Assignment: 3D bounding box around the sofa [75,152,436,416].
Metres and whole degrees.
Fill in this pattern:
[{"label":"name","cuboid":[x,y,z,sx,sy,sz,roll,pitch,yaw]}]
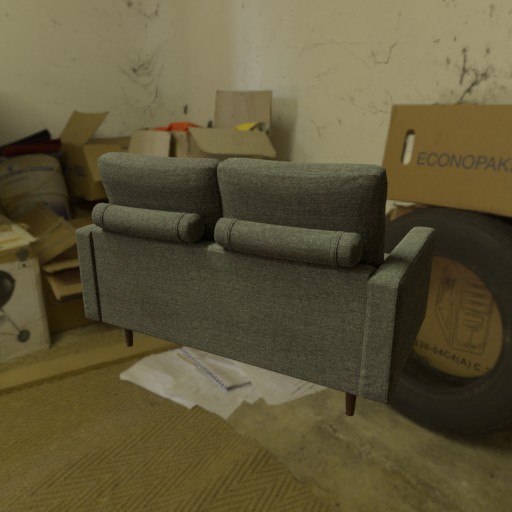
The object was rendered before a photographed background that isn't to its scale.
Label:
[{"label":"sofa","cuboid":[0.000,0.000,1.990,1.407,0.907,0.842,9,19,27]}]
